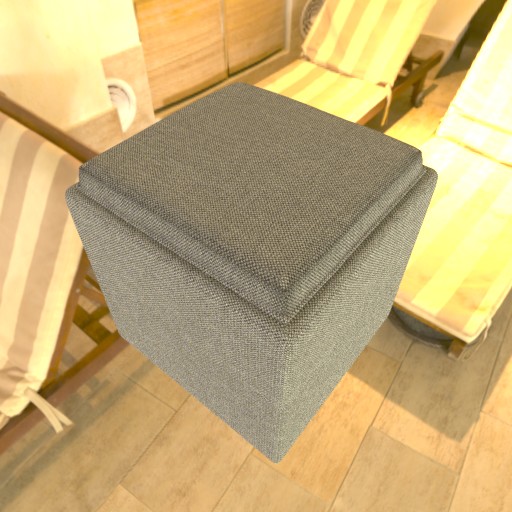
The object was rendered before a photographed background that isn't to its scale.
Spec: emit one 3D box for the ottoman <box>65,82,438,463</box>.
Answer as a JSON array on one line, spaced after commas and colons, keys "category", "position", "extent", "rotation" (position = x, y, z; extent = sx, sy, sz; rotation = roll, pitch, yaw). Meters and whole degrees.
[{"category": "ottoman", "position": [0.000, 0.000, 0.851], "extent": [0.454, 0.487, 0.436], "rotation": [31, 54, 26]}]
